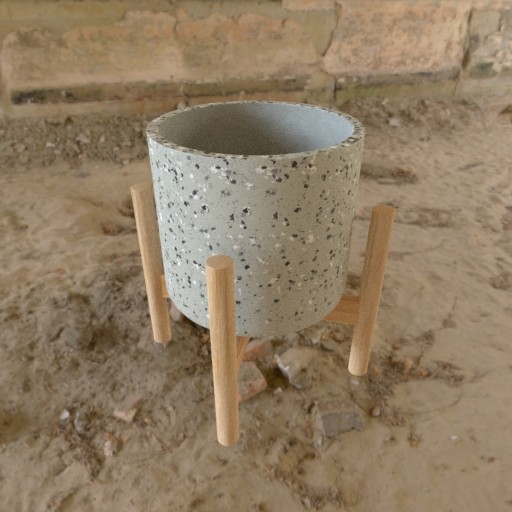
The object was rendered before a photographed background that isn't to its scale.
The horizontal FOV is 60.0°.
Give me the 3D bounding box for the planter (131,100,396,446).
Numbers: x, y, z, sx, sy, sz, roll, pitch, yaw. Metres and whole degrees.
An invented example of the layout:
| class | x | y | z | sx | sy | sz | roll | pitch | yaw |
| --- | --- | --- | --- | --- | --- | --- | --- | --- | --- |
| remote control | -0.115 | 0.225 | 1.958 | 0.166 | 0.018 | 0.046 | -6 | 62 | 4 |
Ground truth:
| class | x | y | z | sx | sy | sz | roll | pitch | yaw |
| --- | --- | --- | --- | --- | --- | --- | --- | --- | --- |
| planter | 0.000 | 0.000 | 0.543 | 0.284 | 0.320 | 0.284 | 20 | 37 | 30 |
